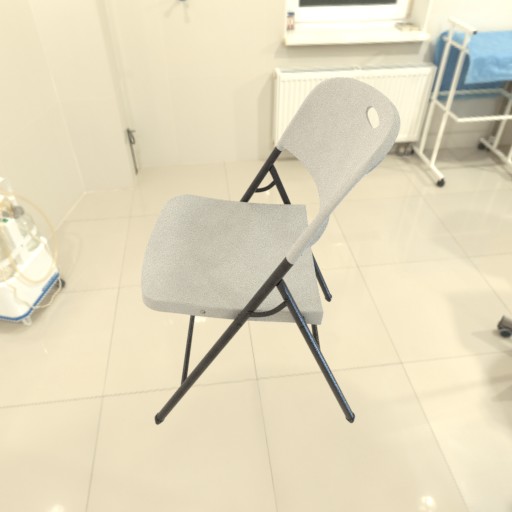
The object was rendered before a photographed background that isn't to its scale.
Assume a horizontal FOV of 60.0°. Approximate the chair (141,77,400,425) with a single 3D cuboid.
[{"bbox_3d":[0.000,0.000,1.153,0.566,0.810,0.494,0,41,0],"label":"chair"}]
